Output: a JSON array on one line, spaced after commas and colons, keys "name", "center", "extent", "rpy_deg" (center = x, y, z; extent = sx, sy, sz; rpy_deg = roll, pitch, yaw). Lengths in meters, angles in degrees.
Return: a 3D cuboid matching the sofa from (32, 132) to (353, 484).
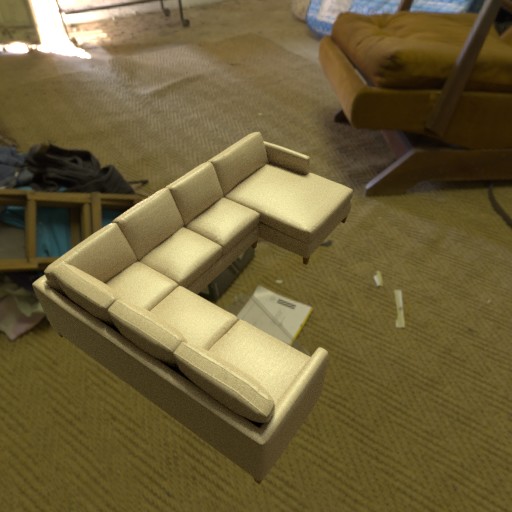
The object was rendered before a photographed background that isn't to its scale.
[{"name": "sofa", "center": [0.000, 0.000, 4.645], "extent": [2.594, 0.961, 3.460], "rpy_deg": [25, 48, 25]}]
